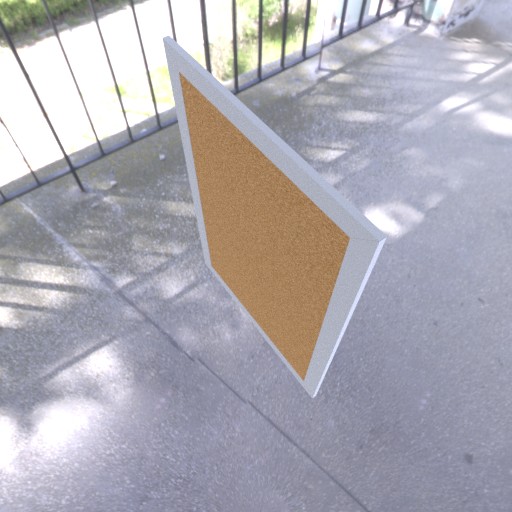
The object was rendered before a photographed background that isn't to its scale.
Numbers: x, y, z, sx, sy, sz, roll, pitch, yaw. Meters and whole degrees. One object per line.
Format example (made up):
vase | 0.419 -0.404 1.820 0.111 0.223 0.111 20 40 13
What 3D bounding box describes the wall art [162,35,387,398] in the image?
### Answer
wall art | 0.000 0.000 0.846 0.011 0.659 0.454 -32 64 -18
